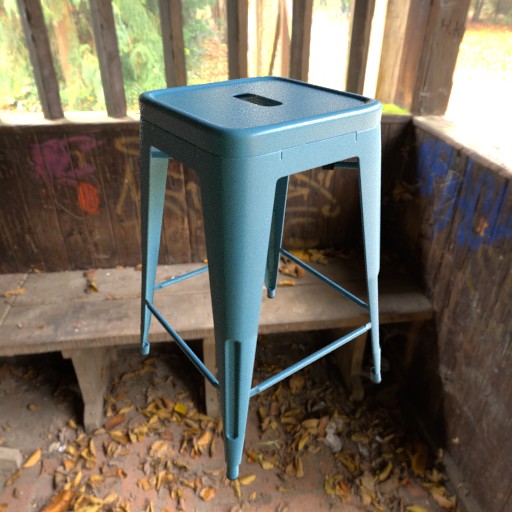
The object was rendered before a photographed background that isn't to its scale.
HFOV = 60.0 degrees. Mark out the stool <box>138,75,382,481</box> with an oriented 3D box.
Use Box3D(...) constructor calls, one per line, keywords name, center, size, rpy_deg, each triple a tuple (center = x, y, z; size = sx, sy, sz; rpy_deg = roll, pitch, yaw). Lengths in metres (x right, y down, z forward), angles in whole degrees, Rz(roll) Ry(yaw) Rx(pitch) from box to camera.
Box3D(name="stool", center=(0.000, 0.000, 0.879), size=(0.410, 0.608, 0.410), rpy_deg=(-21, 37, -30))
